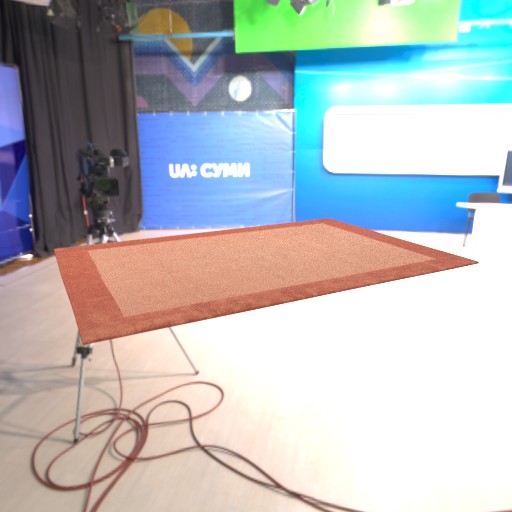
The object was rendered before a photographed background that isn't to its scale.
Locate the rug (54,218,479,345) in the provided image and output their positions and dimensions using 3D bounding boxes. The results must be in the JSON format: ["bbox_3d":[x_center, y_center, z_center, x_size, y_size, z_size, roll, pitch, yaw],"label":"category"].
[{"bbox_3d":[0.000,0.000,2.276,1.829,0.014,1.219,-8,18,-26],"label":"rug"}]
